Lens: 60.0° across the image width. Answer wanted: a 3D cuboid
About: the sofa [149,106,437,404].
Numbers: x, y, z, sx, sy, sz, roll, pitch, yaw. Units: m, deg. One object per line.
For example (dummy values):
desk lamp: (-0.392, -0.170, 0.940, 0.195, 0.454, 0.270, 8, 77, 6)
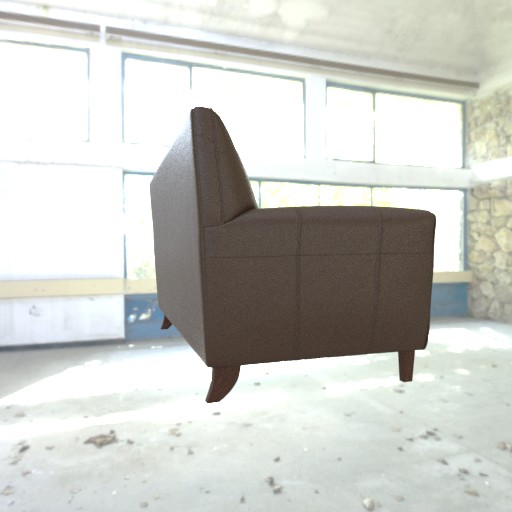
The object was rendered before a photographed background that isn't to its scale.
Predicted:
sofa: (0.000, 0.000, 2.054, 0.853, 0.859, 1.468, 0, 1, -18)
